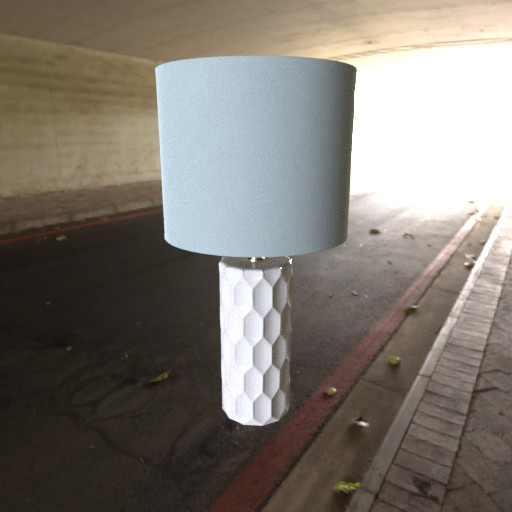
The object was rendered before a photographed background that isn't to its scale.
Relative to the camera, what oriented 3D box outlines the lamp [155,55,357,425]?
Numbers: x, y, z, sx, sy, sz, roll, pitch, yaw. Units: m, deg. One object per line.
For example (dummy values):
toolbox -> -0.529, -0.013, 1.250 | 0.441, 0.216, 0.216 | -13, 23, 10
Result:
lamp -> 0.000, 0.000, 0.692 | 0.277, 0.534, 0.277 | -7, 17, -25
